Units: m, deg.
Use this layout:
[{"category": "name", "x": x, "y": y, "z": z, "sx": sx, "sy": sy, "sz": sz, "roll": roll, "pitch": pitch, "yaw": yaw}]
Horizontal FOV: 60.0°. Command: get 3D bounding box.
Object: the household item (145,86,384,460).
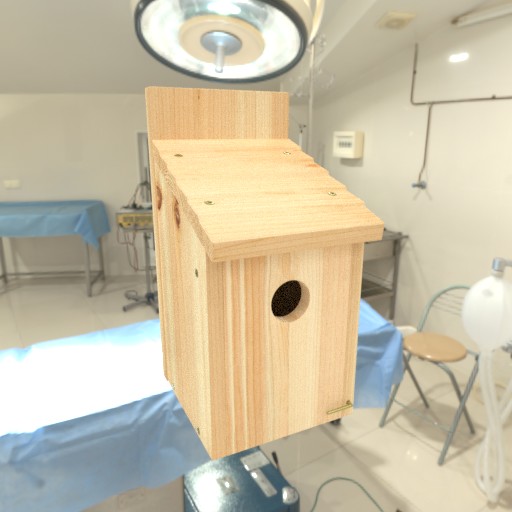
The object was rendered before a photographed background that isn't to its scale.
[{"category": "household item", "x": 0.000, "y": 0.000, "z": 0.410, "sx": 0.149, "sy": 0.300, "sz": 0.171, "roll": -8, "pitch": 17, "yaw": -25}]
